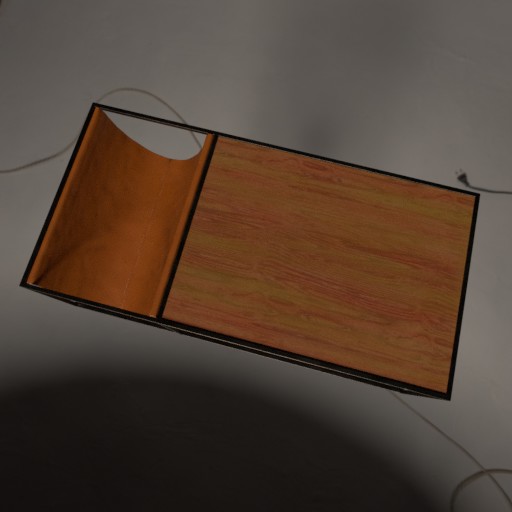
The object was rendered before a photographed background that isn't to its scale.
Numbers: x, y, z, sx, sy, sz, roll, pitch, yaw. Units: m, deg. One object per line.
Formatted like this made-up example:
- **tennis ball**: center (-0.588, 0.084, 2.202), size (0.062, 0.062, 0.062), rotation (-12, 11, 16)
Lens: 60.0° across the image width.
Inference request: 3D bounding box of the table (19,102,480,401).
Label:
- **table**: center (0.000, 0.000, 1.451), size (1.199, 0.403, 0.597), rotation (14, 76, 4)
